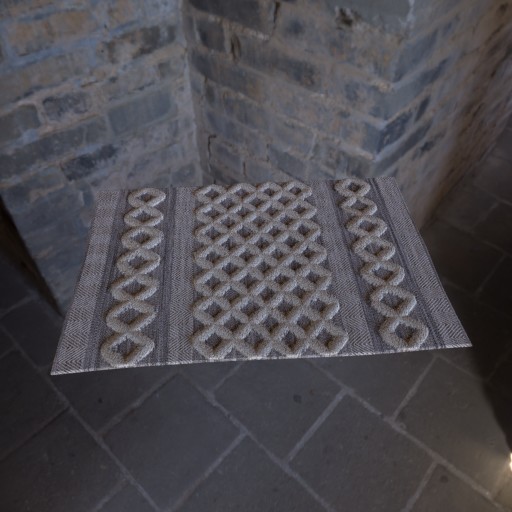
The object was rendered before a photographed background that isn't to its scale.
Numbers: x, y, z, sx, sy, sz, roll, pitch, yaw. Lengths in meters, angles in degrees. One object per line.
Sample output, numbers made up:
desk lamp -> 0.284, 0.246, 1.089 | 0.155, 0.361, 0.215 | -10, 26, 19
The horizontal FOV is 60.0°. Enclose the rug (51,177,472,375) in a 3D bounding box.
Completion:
rug -> 0.000, 0.000, 2.308 | 1.823, 0.030, 1.222 | -3, 47, -3
